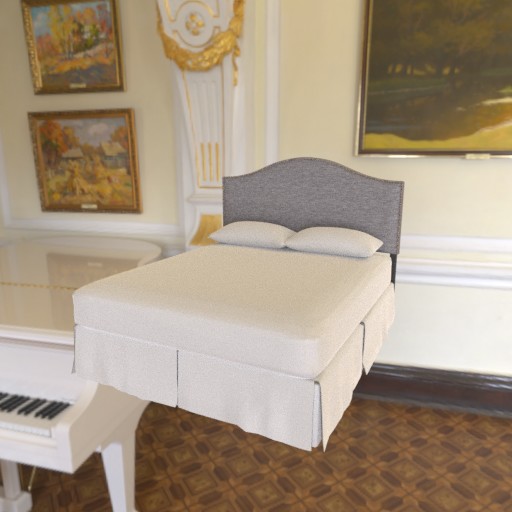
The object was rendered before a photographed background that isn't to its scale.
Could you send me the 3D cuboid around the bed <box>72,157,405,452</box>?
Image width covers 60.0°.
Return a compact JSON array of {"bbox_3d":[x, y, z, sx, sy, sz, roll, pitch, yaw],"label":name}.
[{"bbox_3d":[0.000,0.000,2.985,1.610,1.295,1.870,6,14,26],"label":"bed"}]
